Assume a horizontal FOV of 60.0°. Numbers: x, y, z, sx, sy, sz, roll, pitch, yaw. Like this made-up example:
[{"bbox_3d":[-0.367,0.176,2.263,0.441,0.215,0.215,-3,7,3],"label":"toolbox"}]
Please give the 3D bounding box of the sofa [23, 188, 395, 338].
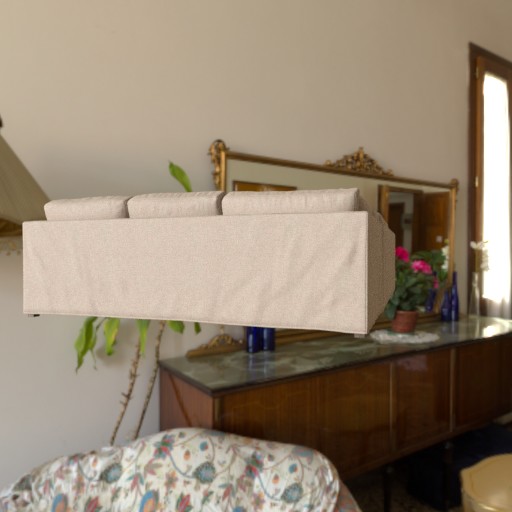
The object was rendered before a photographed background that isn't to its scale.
[{"bbox_3d":[0.000,0.000,4.248,2.432,0.871,3.182,0,0,20],"label":"sofa"}]
